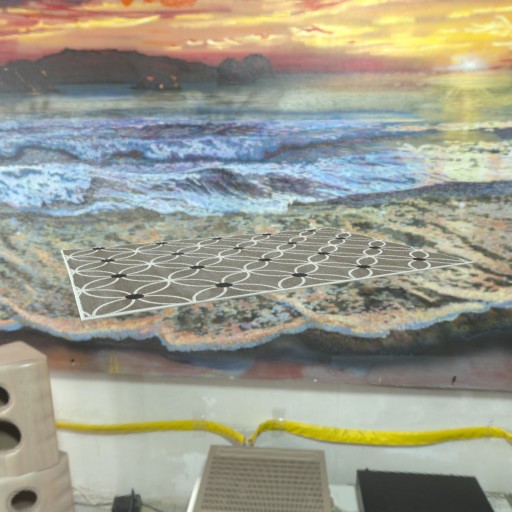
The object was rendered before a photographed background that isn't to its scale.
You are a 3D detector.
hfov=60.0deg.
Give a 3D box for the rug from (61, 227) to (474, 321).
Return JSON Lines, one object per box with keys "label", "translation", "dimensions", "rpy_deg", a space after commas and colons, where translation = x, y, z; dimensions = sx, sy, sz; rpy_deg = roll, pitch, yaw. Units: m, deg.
{"label": "rug", "translation": [0.000, 0.000, 2.915], "dimensions": [2.284, 0.008, 1.522], "rpy_deg": [-6, 14, -25]}
